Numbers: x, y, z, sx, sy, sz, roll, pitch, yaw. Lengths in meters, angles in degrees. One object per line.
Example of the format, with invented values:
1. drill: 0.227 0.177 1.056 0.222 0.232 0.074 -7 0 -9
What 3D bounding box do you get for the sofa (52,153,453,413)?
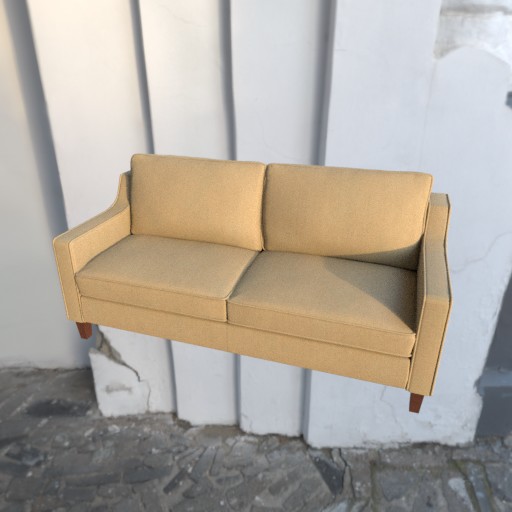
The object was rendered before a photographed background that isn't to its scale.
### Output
1. sofa: 0.000 0.000 2.771 2.178 1.071 1.066 8 27 16
